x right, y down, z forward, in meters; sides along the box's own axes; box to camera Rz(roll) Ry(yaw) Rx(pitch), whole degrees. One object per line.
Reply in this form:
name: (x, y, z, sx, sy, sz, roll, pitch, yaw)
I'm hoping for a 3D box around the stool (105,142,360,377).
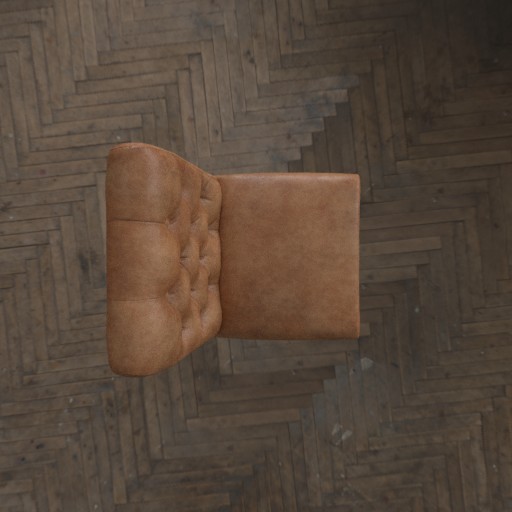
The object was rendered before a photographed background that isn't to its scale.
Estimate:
stool: (0.000, 0.000, 1.421, 0.601, 1.140, 0.493, 0, 91, 0)
